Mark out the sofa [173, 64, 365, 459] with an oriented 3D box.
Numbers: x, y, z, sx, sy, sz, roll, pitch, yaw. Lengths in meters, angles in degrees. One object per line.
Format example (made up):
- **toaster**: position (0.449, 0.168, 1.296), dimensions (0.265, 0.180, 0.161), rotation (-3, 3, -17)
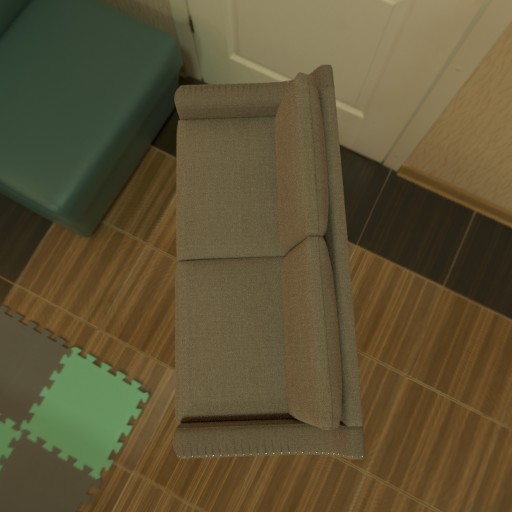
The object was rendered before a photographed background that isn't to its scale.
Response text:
- **sofa**: position (0.000, 0.000, 2.681), dimensions (1.000, 0.857, 2.208), rotation (-2, 77, 0)
